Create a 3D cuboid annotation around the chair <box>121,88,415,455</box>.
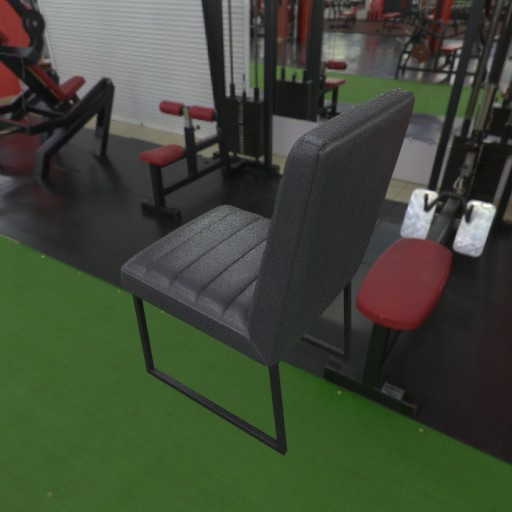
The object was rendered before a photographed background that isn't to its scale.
[{"bbox_3d":[0.000,0.000,1.301,0.634,0.930,0.520,20,38,29],"label":"chair"}]
